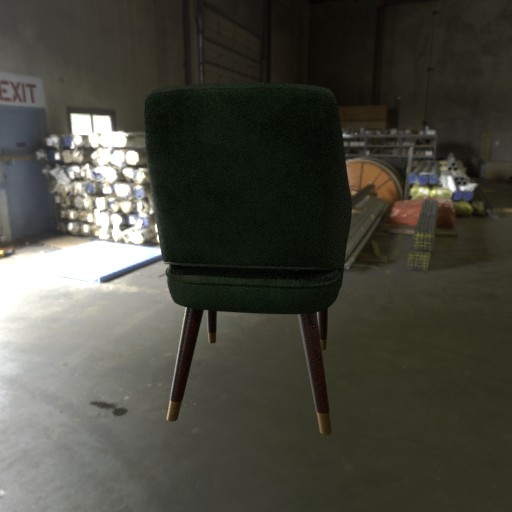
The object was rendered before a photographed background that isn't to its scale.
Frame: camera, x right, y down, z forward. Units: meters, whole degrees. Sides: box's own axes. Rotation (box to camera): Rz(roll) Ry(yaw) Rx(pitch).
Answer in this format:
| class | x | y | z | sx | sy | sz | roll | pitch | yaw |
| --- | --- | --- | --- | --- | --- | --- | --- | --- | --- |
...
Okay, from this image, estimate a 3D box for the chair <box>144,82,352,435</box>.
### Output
| class | x | y | z | sx | sy | sz | roll | pitch | yaw |
| --- | --- | --- | --- | --- | --- | --- | --- | --- | --- |
| chair | 0.000 | 0.000 | 1.589 | 0.683 | 1.081 | 0.794 | 2 | 15 | 7 |
